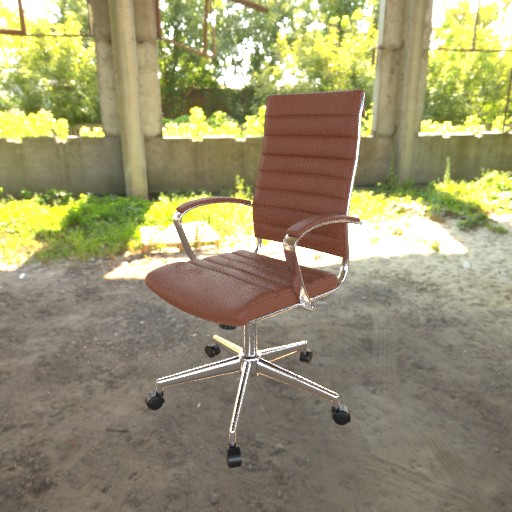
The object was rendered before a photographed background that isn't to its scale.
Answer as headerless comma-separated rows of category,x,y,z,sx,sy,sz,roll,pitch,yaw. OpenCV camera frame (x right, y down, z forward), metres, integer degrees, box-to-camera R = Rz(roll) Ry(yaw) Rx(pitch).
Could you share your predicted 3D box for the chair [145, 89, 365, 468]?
chair,0.000,0.000,1.614,0.766,1.149,0.739,15,22,42
